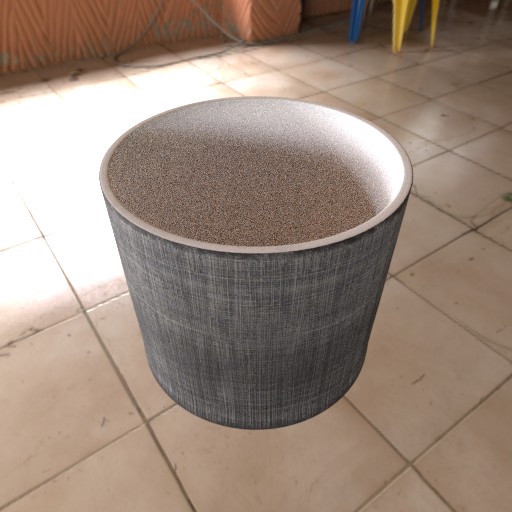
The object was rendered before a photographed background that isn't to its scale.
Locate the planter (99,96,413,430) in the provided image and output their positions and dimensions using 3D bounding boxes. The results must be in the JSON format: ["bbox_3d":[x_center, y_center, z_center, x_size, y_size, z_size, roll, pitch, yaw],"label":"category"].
[{"bbox_3d":[0.000,0.000,0.311,0.178,0.157,0.178,0,41,0],"label":"planter"}]
